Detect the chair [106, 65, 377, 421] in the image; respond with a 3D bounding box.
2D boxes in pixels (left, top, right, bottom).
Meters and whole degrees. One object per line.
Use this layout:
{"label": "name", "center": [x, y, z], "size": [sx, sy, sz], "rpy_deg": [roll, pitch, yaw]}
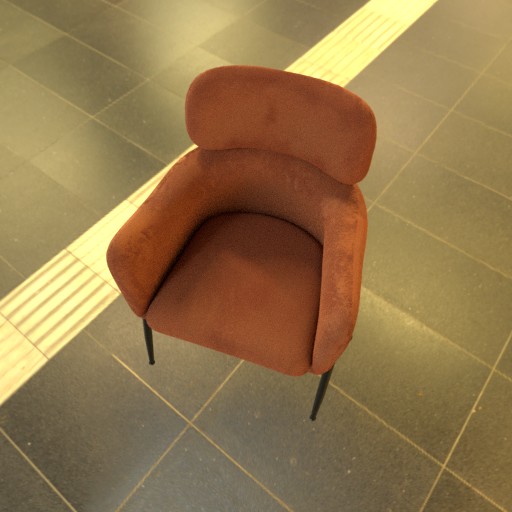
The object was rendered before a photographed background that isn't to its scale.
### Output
{"label": "chair", "center": [0.000, 0.000, 1.152], "size": [0.561, 0.772, 0.523], "rpy_deg": [16, 59, 10]}
